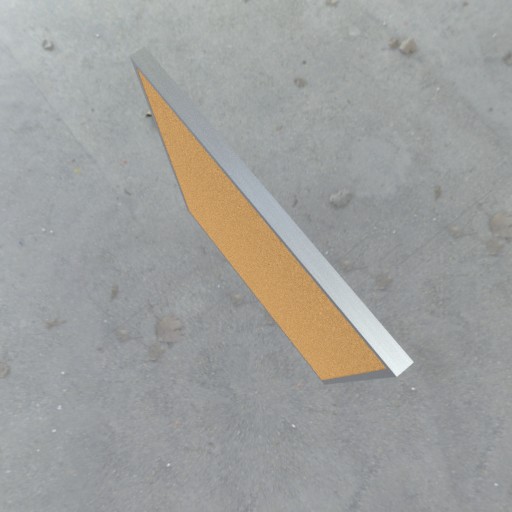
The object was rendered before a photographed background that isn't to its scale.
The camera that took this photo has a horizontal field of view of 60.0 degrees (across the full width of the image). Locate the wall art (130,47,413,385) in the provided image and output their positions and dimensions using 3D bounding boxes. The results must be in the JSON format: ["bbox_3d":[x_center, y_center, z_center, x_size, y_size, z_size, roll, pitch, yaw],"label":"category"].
[{"bbox_3d":[0.000,0.000,1.209,0.038,0.806,0.806,-36,76,-10],"label":"wall art"}]
